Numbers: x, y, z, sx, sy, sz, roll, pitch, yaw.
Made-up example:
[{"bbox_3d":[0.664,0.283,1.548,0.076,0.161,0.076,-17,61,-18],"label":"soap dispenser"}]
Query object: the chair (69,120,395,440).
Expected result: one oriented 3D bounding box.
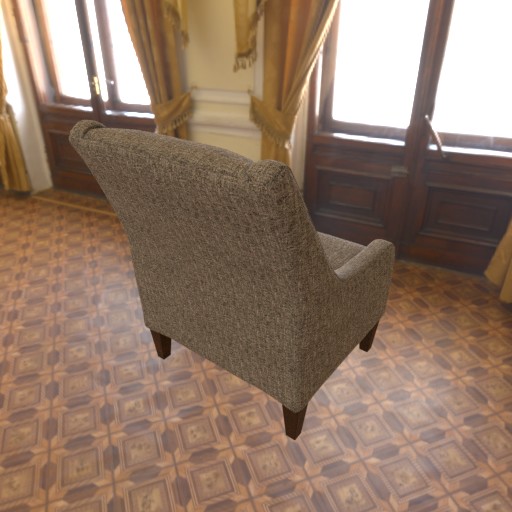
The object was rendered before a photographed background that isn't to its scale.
[{"bbox_3d":[0.000,0.000,1.634,0.774,1.014,0.870,20,35,32],"label":"chair"}]
